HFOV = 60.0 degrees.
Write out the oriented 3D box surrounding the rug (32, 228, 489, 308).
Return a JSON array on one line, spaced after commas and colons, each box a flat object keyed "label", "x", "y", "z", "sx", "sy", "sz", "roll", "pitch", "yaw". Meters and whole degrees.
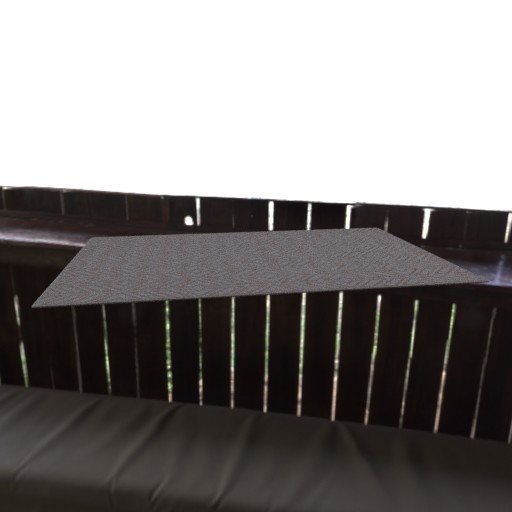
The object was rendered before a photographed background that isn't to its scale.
[{"label": "rug", "x": 0.000, "y": 0.000, "z": 3.037, "sx": 2.438, "sy": 0.008, "sz": 1.523, "roll": -2, "pitch": 15, "yaw": -9}]
